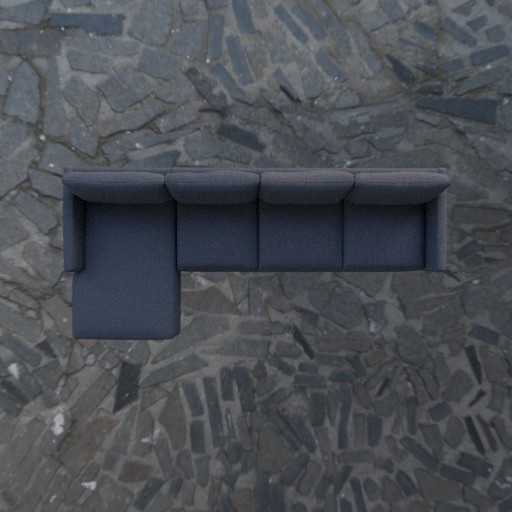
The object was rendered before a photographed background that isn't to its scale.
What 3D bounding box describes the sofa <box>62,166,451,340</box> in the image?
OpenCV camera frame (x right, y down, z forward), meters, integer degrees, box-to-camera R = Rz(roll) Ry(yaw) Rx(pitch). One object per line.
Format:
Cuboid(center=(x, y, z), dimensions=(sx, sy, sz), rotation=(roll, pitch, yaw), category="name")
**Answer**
Cuboid(center=(0.000, 0.000, 2.938), dimensions=(2.445, 0.673, 1.125), rotation=(0, 91, -1), category="sofa")
